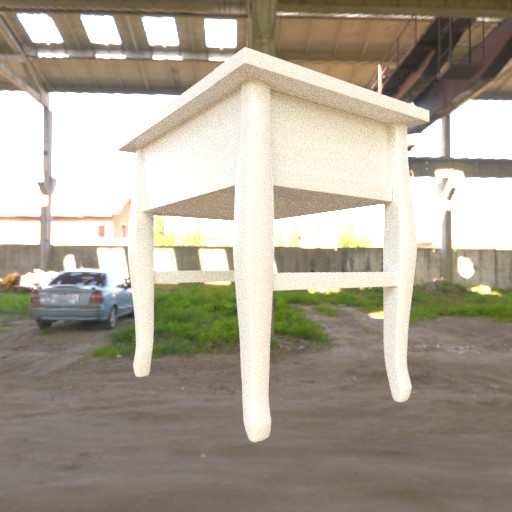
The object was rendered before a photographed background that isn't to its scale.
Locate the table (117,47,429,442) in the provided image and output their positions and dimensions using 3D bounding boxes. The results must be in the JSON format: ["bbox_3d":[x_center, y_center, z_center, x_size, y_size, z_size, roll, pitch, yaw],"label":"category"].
[{"bbox_3d":[0.000,0.000,1.026,0.463,0.605,0.599,1,-2,-35],"label":"table"}]
